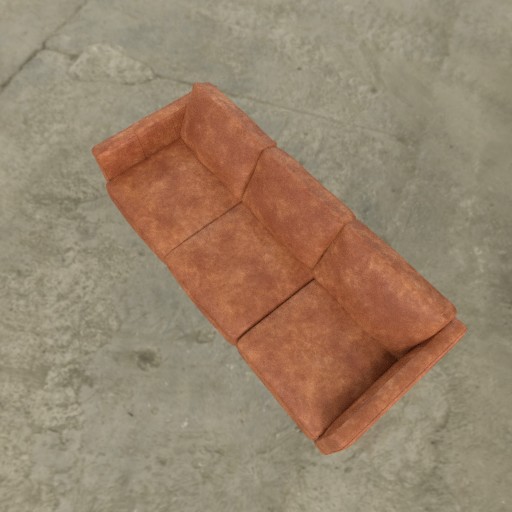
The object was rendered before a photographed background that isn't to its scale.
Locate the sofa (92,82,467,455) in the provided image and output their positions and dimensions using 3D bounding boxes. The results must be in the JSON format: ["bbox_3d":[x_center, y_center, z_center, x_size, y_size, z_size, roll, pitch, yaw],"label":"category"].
[{"bbox_3d":[0.000,0.000,2.987,1.045,1.006,2.464,-36,69,-17],"label":"sofa"}]
